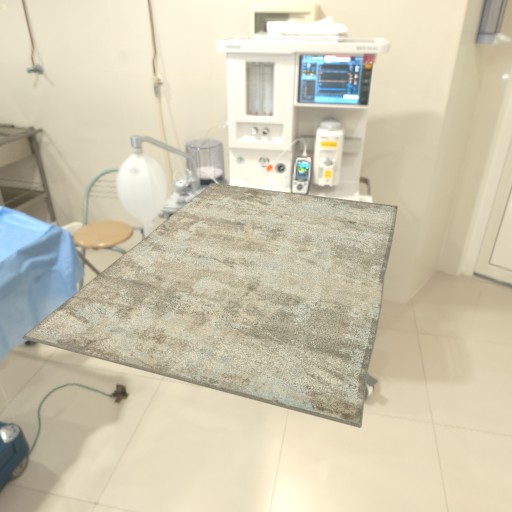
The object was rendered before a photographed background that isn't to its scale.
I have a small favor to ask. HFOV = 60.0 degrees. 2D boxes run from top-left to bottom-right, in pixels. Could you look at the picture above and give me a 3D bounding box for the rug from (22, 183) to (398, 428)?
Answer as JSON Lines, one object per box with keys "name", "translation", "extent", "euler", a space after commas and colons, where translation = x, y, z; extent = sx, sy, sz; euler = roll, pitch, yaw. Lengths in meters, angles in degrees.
{"name": "rug", "translation": [0.000, 0.000, 4.176], "extent": [2.393, 0.013, 3.307], "euler": [10, 31, 16]}
